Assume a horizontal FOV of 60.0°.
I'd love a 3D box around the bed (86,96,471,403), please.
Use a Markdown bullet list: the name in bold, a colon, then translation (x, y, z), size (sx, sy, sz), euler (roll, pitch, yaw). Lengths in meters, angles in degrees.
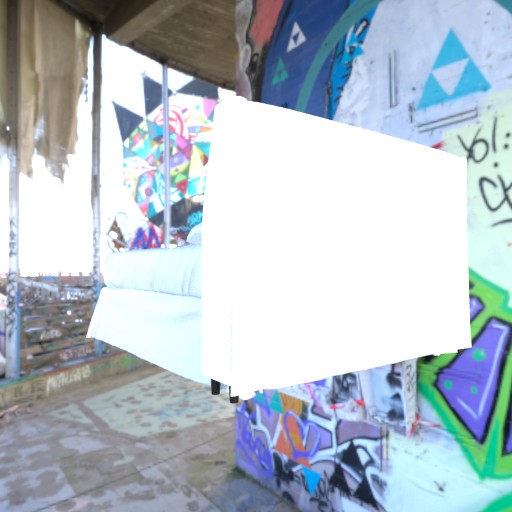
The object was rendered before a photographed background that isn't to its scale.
- **bed**: translation (0.000, 0.000, 3.320), size (1.925, 1.332, 2.276), euler (1, -2, -36)
